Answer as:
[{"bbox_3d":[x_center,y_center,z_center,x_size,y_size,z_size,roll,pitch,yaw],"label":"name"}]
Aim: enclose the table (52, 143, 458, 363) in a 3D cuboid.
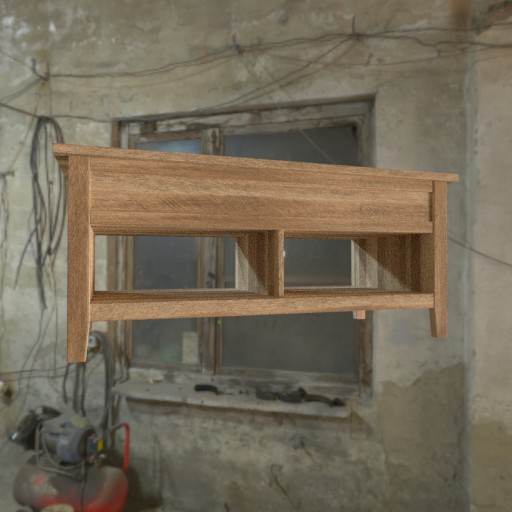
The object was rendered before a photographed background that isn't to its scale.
[{"bbox_3d":[0.000,0.000,1.363,1.095,0.480,0.493,0,-1,-19],"label":"table"}]
